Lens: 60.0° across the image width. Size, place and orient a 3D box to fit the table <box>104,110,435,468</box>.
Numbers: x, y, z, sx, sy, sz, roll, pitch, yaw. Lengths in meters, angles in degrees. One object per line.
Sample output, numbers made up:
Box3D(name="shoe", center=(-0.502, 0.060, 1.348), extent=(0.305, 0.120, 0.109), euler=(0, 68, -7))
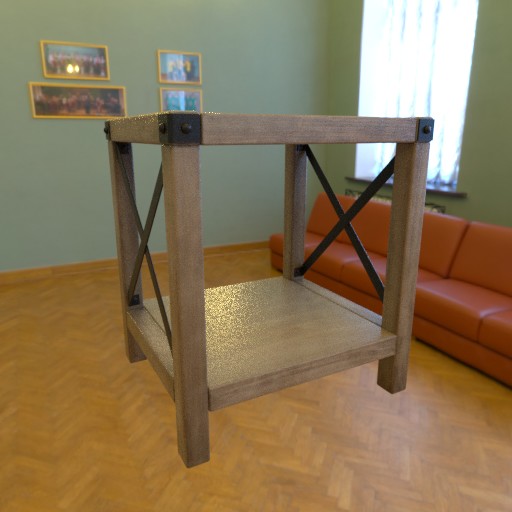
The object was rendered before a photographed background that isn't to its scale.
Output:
Box3D(name="table", center=(0.000, 0.000, 0.945), extent=(0.510, 0.561, 0.459), euler=(-8, 17, -27))
